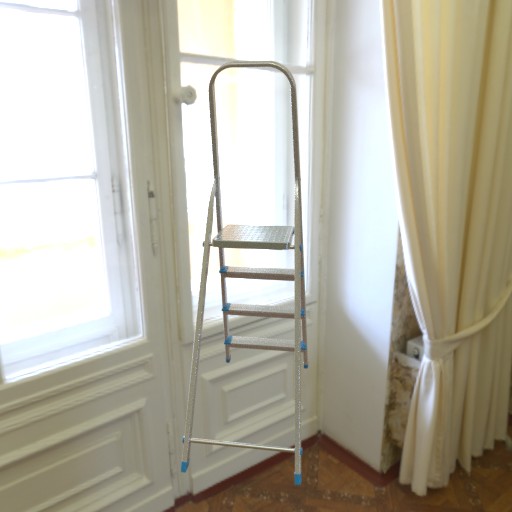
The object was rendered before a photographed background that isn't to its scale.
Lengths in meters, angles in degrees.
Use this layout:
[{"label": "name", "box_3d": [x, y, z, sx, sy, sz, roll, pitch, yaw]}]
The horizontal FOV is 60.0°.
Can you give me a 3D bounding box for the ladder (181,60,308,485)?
[{"label": "ladder", "box_3d": [0.000, 0.000, 1.802, 0.445, 1.434, 0.842, 2, 16, 8]}]
